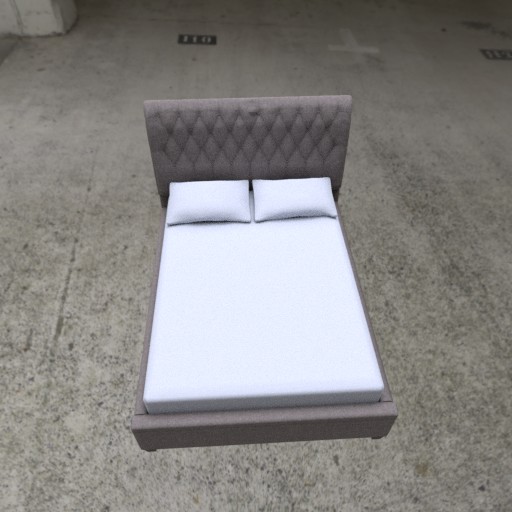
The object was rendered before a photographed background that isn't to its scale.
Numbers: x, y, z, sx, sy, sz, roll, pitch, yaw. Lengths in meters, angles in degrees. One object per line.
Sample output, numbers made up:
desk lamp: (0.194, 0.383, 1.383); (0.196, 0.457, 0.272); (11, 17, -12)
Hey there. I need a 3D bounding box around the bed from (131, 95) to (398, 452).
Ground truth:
bed: (0.000, 0.000, 3.251); (1.645, 1.371, 2.252); (-2, 46, -2)
